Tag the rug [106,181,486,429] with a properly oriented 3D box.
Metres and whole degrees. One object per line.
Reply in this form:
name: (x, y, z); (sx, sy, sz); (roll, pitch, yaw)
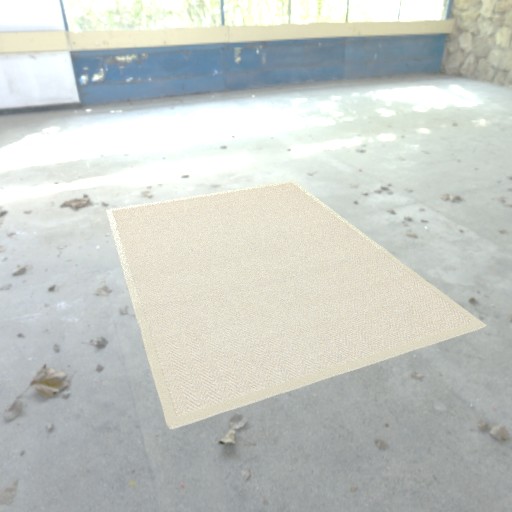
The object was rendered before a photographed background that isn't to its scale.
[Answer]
rug: (0.000, 0.000, 4.766); (2.734, 0.037, 3.659); (-12, 33, -19)
